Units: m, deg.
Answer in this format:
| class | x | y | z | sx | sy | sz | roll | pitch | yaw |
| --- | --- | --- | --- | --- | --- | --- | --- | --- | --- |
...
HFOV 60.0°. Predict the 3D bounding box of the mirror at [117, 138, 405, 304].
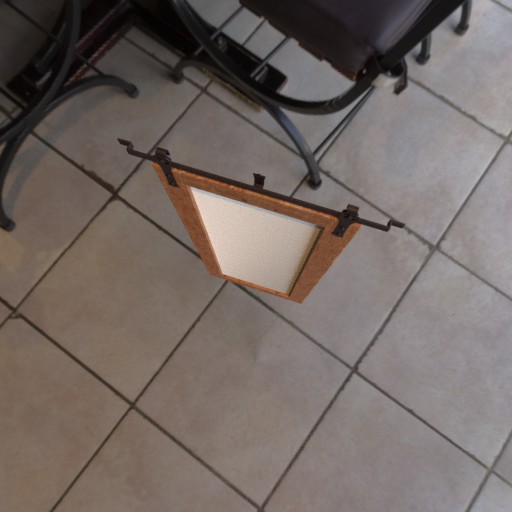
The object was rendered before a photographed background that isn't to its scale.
| class | x | y | z | sx | sy | sz | roll | pitch | yaw |
| --- | --- | --- | --- | --- | --- | --- | --- | --- | --- |
| mirror | 0.000 | 0.000 | 2.057 | 0.847 | 1.793 | 0.042 | 17 | 77 | 4 |
